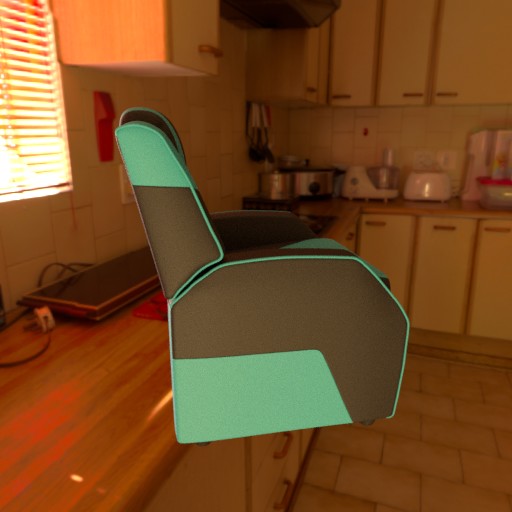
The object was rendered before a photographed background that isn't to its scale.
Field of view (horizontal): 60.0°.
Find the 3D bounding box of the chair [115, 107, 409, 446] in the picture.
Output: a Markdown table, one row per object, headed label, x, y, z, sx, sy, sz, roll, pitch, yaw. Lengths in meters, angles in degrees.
| label | x | y | z | sx | sy | sz | roll | pitch | yaw |
| --- | --- | --- | --- | --- | --- | --- | --- | --- | --- |
| chair | 0.000 | 0.000 | 1.288 | 0.672 | 0.805 | 0.620 | -3 | 16 | -10 |
